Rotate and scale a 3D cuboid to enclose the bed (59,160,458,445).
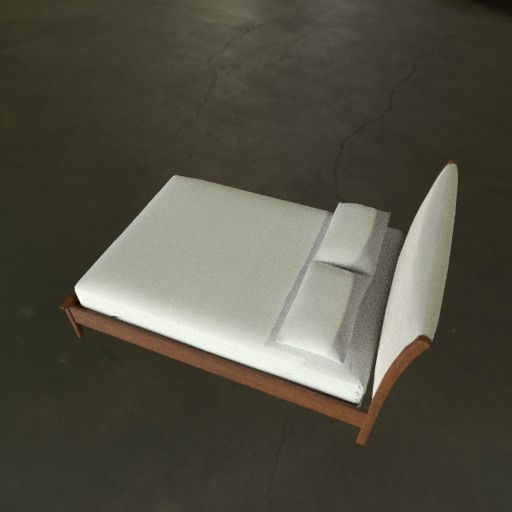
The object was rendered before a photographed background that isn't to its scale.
[{"bbox_3d":[0.000,0.000,3.232,2.380,1.250,1.612,16,48,15],"label":"bed"}]
